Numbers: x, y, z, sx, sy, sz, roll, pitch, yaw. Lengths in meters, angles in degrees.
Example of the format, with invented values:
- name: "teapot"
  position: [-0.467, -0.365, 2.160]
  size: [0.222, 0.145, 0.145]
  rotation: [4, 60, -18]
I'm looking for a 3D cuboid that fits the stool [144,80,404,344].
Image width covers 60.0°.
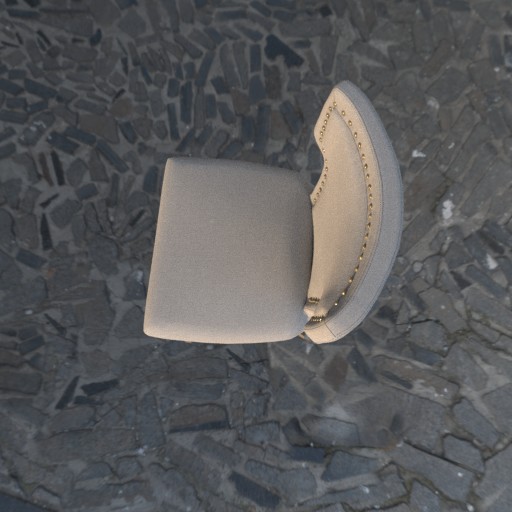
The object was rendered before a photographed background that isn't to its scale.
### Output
- name: "stool"
  position: [0.000, 0.000, 1.304]
  size: [0.563, 0.982, 0.527]
  rotation: [4, 76, 1]
